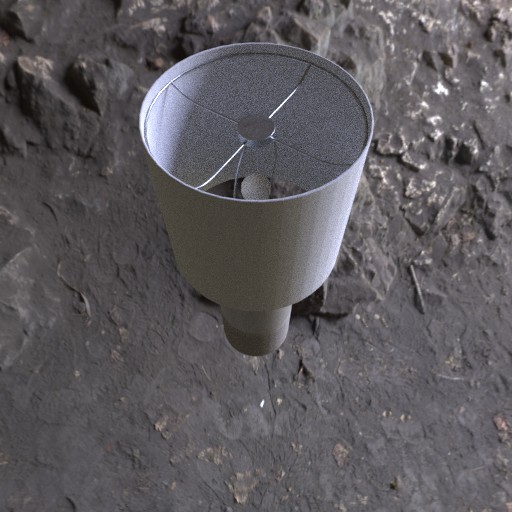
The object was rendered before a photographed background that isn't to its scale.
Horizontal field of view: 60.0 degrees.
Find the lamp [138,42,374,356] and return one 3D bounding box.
[{"bbox_3d":[0.000,0.000,0.610,0.212,0.493,0.212,29,62,17],"label":"lamp"}]
